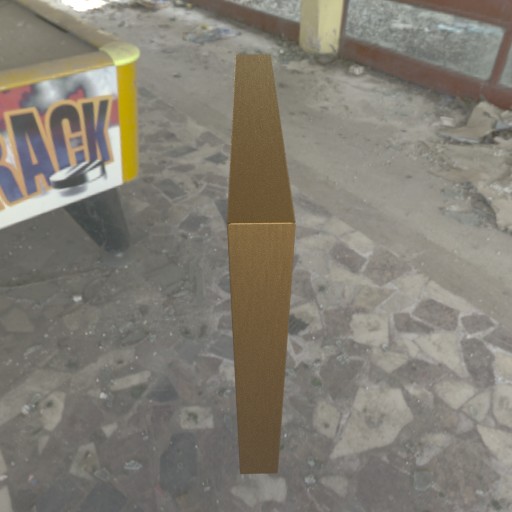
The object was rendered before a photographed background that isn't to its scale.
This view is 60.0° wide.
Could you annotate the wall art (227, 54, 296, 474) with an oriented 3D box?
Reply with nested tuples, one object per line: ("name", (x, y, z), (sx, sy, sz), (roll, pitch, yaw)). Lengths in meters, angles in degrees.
("wall art", (0.000, 0.000, 0.454), (0.037, 0.305, 0.305), (-1, 40, -1))
